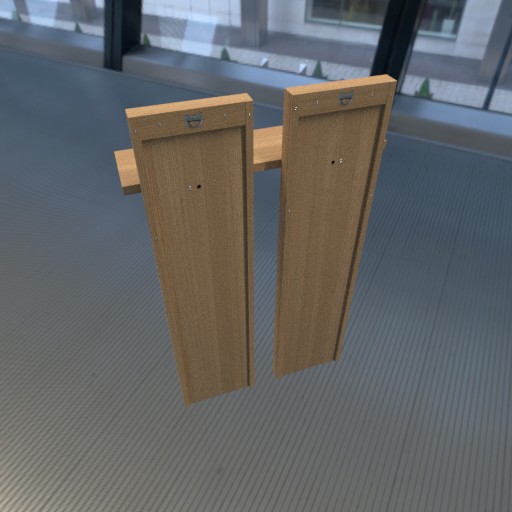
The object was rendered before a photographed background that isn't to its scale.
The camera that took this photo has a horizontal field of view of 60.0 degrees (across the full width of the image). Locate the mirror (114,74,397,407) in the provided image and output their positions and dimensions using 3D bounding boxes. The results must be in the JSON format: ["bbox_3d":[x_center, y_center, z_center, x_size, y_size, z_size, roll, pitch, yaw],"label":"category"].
[{"bbox_3d":[0.000,0.000,1.596,0.800,1.250,0.260,-13,43,-14],"label":"mirror"}]
